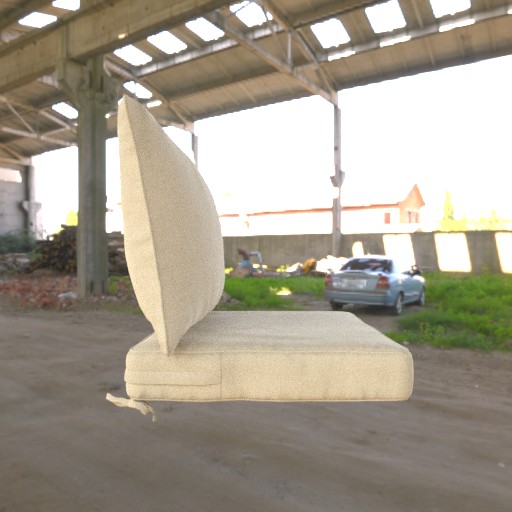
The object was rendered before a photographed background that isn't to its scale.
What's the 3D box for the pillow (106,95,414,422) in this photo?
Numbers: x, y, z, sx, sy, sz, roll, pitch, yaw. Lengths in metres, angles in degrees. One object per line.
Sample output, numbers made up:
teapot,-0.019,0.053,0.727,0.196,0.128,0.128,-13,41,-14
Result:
pillow,0.000,0.000,1.333,0.733,0.716,0.798,0,0,1
